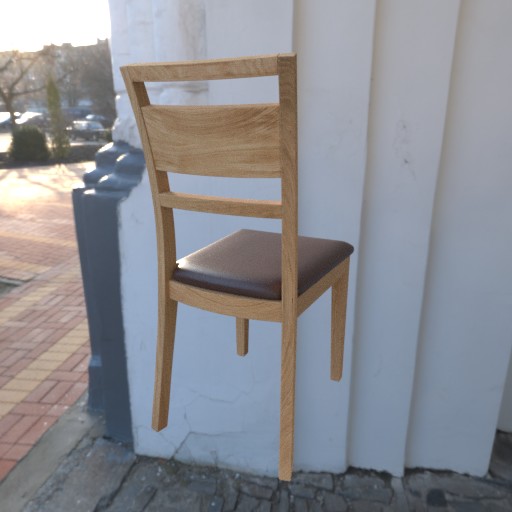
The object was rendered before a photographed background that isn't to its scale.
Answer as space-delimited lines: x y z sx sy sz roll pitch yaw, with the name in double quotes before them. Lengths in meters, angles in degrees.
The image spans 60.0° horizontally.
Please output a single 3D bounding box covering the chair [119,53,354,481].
"chair" 0.000 0.000 1.205 0.420 0.940 0.545 9 19 26
